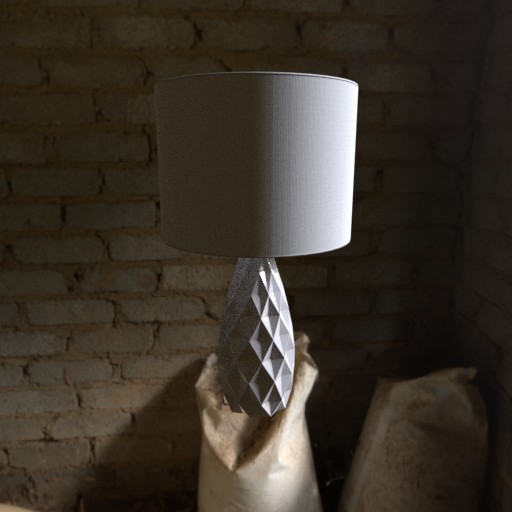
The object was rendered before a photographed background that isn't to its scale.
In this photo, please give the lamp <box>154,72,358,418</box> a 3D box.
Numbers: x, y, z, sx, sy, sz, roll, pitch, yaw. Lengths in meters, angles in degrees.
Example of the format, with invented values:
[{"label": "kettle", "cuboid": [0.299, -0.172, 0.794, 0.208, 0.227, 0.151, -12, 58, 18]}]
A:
[{"label": "lamp", "cuboid": [0.000, 0.000, 0.720, 0.297, 0.522, 0.297, 0, 14, 0]}]
